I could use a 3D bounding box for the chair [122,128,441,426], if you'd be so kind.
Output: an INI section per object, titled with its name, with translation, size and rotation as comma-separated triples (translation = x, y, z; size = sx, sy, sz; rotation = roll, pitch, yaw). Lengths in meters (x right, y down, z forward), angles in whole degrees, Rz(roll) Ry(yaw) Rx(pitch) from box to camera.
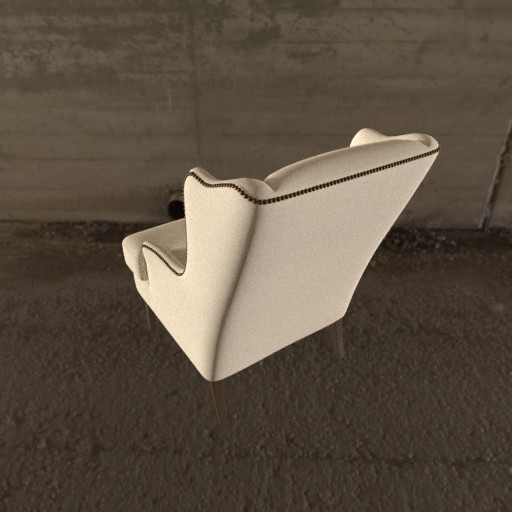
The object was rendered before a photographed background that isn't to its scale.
[chair]
translation = 0.000, 0.000, 1.675
size = 0.737, 1.029, 0.940
rotation = -20, 37, -29
